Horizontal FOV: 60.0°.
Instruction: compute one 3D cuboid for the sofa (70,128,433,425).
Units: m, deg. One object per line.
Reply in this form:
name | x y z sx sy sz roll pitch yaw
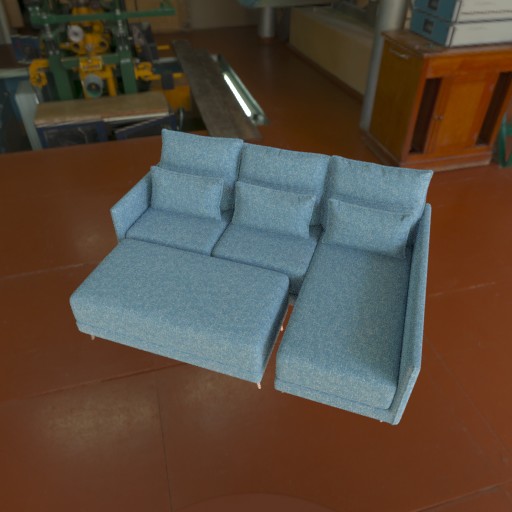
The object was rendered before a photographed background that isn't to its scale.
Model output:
sofa | 0.000 0.000 2.843 2.034 0.899 1.420 12 42 14
